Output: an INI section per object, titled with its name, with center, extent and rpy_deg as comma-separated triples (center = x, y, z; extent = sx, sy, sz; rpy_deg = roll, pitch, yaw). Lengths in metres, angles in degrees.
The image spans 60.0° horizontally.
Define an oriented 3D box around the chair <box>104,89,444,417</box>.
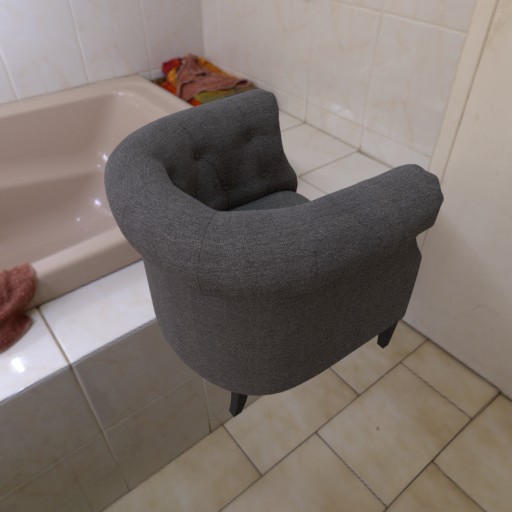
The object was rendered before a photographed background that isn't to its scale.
[chair]
center = 0.000, 0.000, 1.542
extent = 0.852, 0.827, 0.905
rpy_deg = -25, 47, -26
